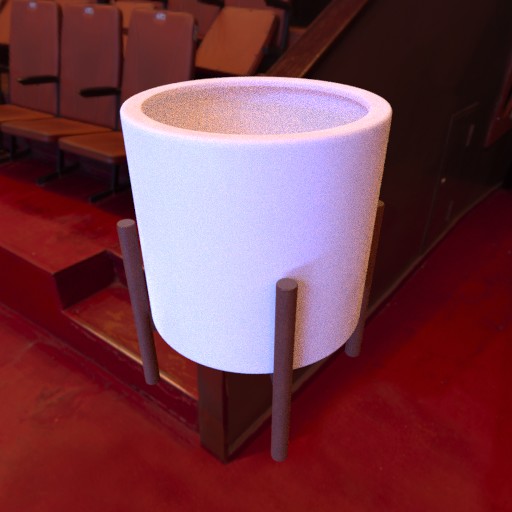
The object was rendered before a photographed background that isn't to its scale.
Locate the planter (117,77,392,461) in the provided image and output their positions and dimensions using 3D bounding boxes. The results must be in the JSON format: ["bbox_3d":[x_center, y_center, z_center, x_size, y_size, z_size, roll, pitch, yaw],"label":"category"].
[{"bbox_3d":[0.000,0.000,0.856,0.421,0.581,0.420,22,38,31],"label":"planter"}]
